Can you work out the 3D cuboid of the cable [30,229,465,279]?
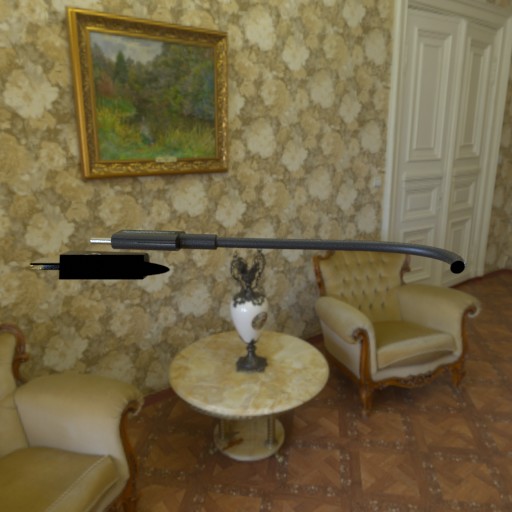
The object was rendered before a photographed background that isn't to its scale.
[{"bbox_3d":[0.000,0.000,0.110,0.098,0.006,0.040,2,14,7],"label":"cable"}]
